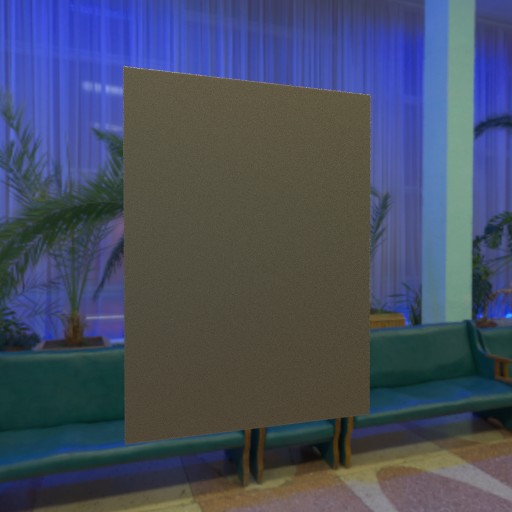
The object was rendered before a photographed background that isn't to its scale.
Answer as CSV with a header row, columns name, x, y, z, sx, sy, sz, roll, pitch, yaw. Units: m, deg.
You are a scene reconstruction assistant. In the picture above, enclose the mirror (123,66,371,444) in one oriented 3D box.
name,x,y,z,sx,sy,sz,roll,pitch,yaw
mirror,0.000,0.000,1.324,0.756,1.023,0.032,0,1,-17
